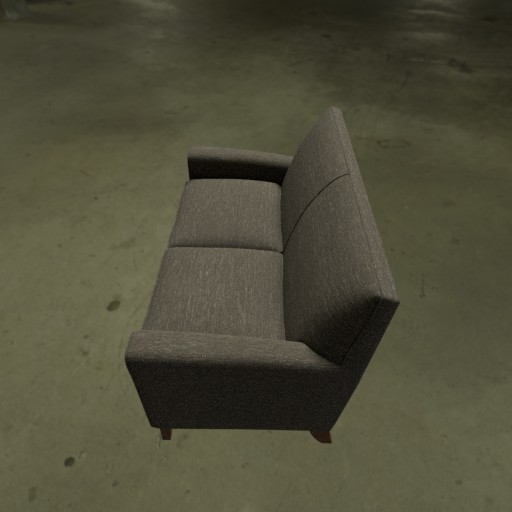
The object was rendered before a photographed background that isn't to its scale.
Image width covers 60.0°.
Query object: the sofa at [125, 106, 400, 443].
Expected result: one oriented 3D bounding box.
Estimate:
[{"bbox_3d":[0.000,0.000,2.098,0.867,0.905,1.509,1,40,1],"label":"sofa"}]
